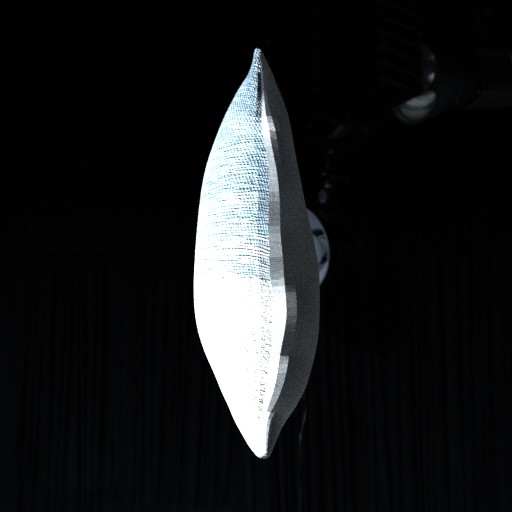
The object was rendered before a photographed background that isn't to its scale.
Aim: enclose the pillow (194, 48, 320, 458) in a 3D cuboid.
[{"bbox_3d":[0.000,0.000,0.674,0.182,0.441,0.440,0,-1,0],"label":"pillow"}]
